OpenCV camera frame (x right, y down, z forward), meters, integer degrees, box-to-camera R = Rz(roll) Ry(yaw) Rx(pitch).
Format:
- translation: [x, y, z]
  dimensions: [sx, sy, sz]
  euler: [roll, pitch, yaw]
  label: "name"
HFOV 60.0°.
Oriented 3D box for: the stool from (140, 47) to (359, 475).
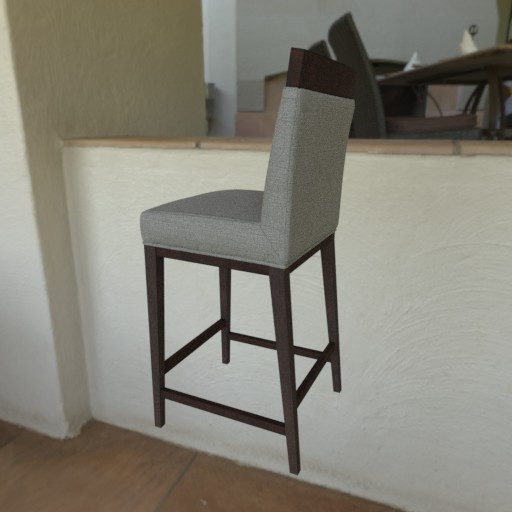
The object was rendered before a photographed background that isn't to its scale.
- translation: [0.000, 0.000, 1.409]
  dimensions: [0.531, 1.117, 0.511]
  euler: [8, 18, 24]
  label: "stool"
